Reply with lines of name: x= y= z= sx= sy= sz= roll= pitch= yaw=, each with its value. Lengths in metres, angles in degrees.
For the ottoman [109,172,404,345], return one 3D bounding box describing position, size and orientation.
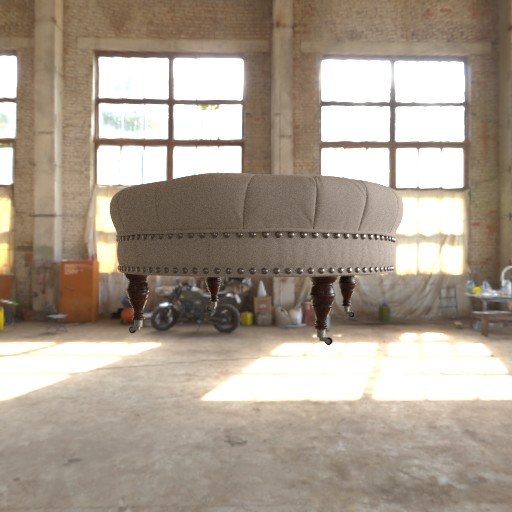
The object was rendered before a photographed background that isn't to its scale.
ottoman: x=0.000 y=0.000 z=1.421 sx=0.901 sy=0.439 sz=0.901 roll=0 pitch=0 yaw=0
